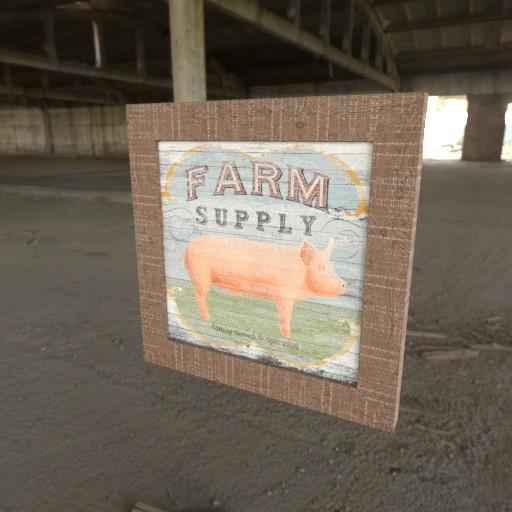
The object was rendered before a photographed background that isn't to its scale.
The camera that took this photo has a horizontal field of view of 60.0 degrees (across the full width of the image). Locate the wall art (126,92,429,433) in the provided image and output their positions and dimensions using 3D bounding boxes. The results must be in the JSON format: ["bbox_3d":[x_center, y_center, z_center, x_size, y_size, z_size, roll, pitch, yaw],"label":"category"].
[{"bbox_3d":[0.000,0.000,0.799,0.531,0.531,0.040,8,17,26],"label":"wall art"}]
